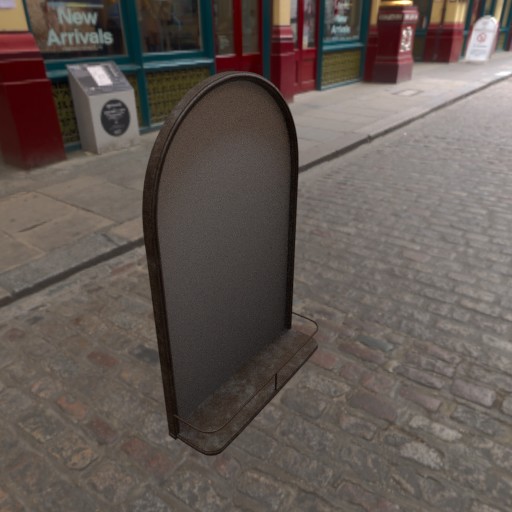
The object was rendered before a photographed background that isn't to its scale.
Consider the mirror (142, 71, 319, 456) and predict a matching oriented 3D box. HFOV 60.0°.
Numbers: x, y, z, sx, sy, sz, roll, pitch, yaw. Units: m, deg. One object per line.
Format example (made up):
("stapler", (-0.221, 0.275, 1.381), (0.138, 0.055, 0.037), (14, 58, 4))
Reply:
("mirror", (0.000, 0.000, 1.006), (0.137, 0.770, 0.510), (18, 32, 31))
